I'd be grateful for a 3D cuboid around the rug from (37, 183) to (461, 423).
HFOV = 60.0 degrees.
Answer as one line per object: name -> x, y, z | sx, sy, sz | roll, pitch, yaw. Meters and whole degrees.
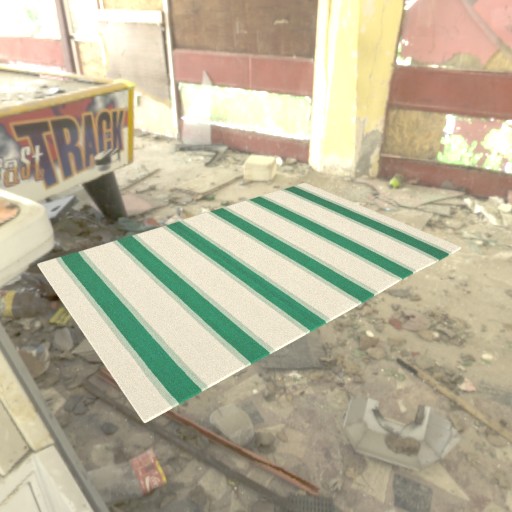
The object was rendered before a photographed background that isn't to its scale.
rug -> 0.000, 0.000, 2.286 | 1.829, 0.012, 1.210 | -21, 36, -32
